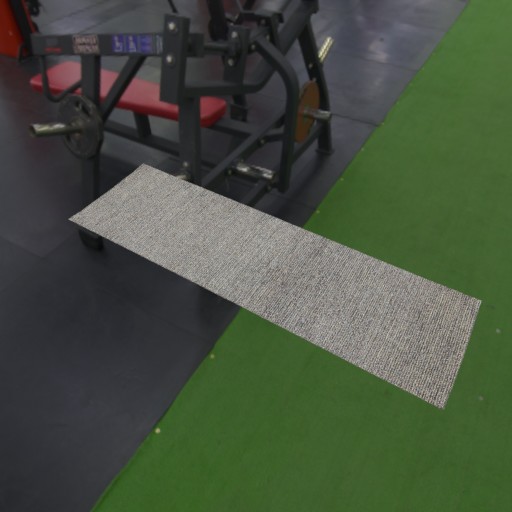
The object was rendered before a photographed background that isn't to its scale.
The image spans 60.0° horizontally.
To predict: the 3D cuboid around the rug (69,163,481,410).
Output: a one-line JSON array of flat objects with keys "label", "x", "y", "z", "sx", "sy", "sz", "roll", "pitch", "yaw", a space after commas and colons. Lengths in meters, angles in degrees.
[{"label": "rug", "x": 0.000, "y": 0.000, "z": 2.521, "sx": 2.335, "sy": 0.013, "sz": 0.697, "roll": 24, "pitch": 51, "yaw": 22}]
